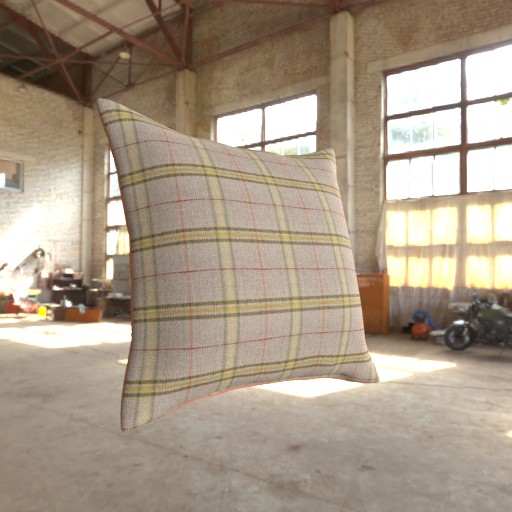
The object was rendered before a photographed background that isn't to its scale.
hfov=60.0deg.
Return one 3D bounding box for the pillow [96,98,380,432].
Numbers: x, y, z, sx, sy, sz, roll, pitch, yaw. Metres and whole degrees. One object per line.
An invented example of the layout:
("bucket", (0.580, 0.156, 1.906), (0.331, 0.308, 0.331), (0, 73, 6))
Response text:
("pillow", (0.000, 0.000, 0.683), (0.453, 0.430, 0.200), (1, -2, -36))
